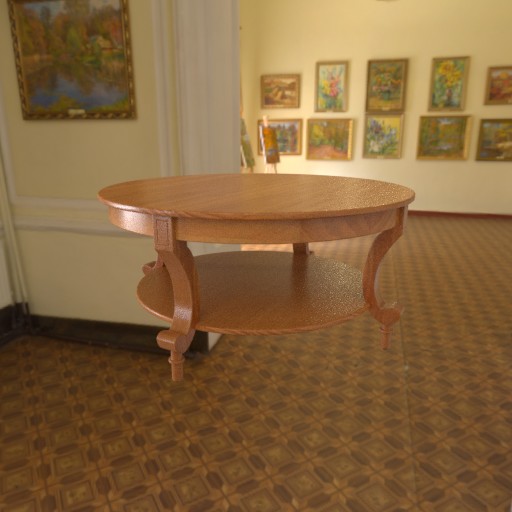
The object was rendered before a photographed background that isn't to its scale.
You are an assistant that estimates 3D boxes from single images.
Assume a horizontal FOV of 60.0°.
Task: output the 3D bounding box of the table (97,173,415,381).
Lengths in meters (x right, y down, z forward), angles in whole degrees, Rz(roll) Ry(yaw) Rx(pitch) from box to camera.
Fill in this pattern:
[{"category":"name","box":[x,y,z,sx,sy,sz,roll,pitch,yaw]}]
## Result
[{"category":"table","box":[0.000,0.000,1.575,1.029,0.490,1.029,0,16,0]}]
